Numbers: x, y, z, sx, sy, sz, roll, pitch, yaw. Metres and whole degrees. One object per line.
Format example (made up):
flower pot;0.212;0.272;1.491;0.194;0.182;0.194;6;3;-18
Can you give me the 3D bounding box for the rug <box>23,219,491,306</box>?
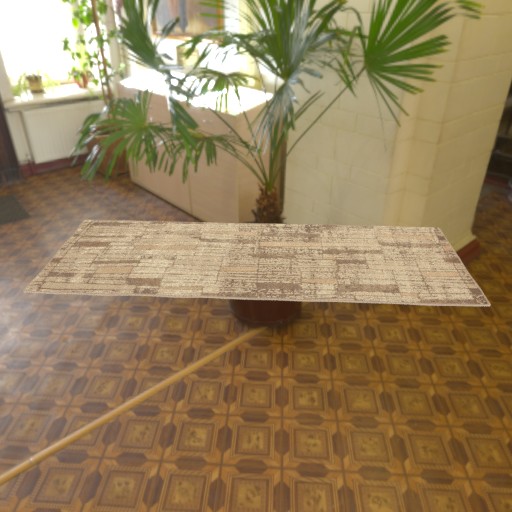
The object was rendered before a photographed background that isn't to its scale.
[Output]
rug;0.000;0.000;2.610;2.383;0.018;0.857;1;31;2
